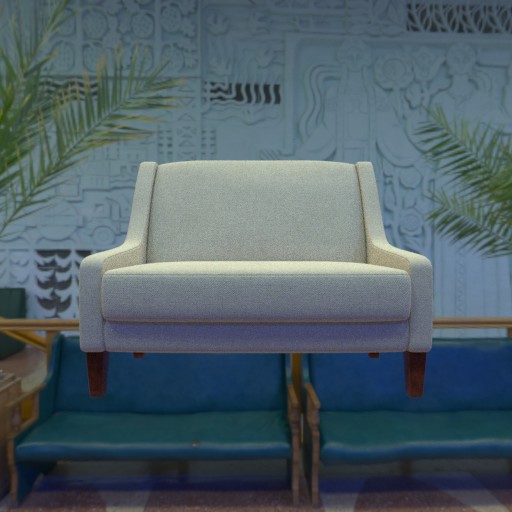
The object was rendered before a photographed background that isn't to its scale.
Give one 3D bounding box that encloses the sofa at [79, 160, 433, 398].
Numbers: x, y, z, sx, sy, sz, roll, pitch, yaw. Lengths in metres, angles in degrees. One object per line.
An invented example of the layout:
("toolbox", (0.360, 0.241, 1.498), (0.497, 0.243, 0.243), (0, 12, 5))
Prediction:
("sofa", (0.000, 0.000, 1.914), (1.212, 0.976, 0.946), (0, 1, 0))
